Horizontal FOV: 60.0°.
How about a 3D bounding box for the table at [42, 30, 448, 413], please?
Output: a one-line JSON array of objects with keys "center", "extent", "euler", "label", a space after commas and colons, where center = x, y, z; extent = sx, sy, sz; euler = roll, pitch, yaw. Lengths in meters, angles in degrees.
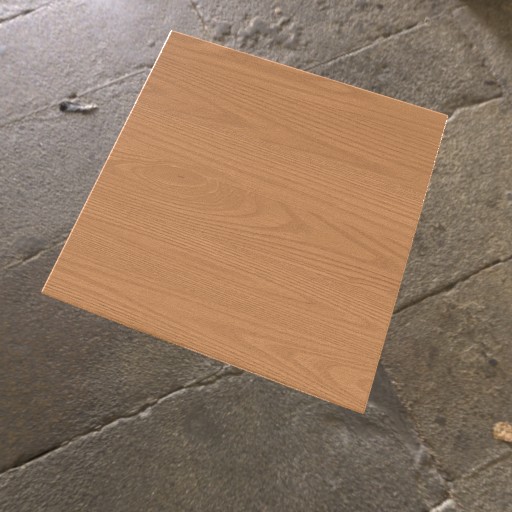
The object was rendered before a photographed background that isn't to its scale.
[{"center": [0.000, 0.000, 0.824], "extent": [0.400, 0.550, 0.400], "euler": [19, 76, 5], "label": "table"}]
